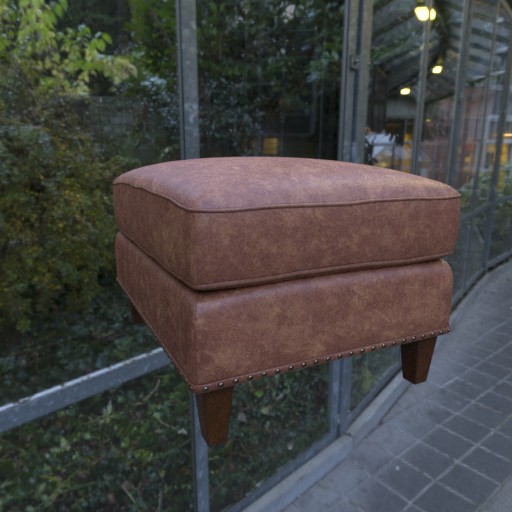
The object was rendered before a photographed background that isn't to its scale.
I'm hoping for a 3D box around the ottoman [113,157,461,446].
[{"bbox_3d":[0.000,0.000,1.113,0.586,0.486,0.742,-6,14,-26],"label":"ottoman"}]
